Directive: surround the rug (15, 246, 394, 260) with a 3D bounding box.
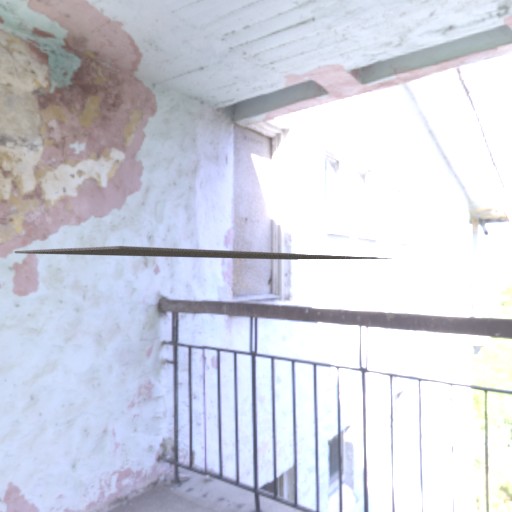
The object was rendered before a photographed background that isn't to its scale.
[{"bbox_3d":[0.000,0.000,2.648,0.769,0.012,2.448,-1,-2,38],"label":"rug"}]
